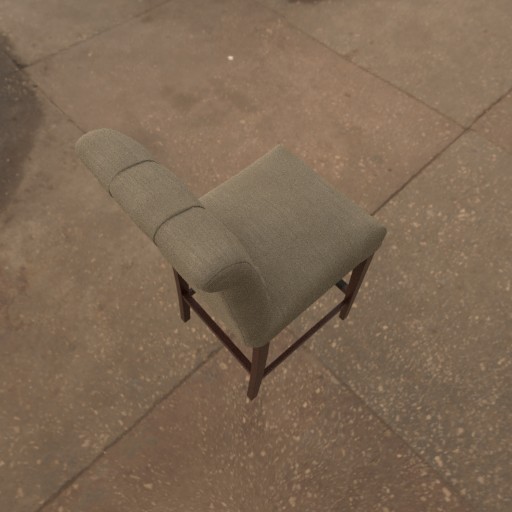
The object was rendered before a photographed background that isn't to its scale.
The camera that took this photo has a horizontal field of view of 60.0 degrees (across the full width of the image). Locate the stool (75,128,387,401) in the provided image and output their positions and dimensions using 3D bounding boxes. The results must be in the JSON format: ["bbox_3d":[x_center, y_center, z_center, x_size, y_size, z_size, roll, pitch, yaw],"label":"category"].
[{"bbox_3d":[0.000,0.000,1.405,0.660,1.084,0.486,-37,65,-20],"label":"stool"}]
